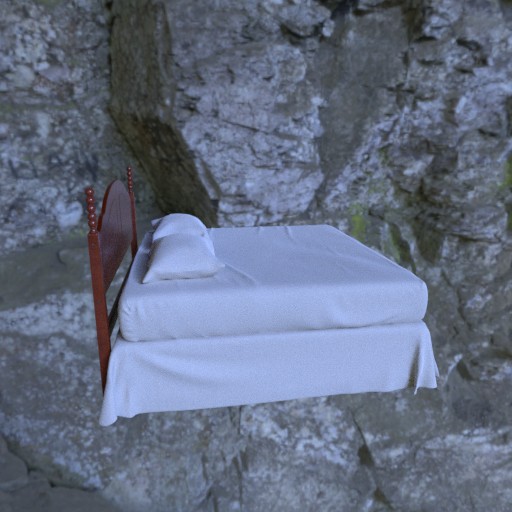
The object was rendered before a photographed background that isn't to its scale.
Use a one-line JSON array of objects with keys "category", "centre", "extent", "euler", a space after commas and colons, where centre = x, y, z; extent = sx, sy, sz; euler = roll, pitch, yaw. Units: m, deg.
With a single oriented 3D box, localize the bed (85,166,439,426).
[{"category": "bed", "centre": [0.000, 0.000, 3.644], "extent": [2.219, 1.355, 2.322], "euler": [-2, 15, -9]}]
